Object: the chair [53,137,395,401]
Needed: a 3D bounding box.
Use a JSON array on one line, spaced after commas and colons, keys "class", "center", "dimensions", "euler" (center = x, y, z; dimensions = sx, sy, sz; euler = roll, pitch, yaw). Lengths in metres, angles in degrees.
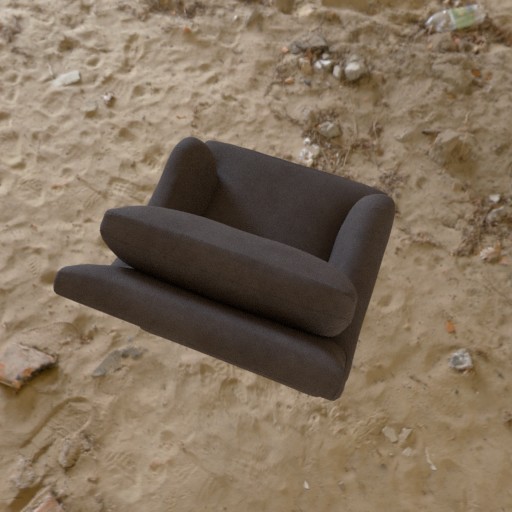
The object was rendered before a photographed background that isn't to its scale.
[{"class": "chair", "center": [0.000, 0.000, 1.826], "dimensions": [0.955, 0.997, 1.070], "euler": [19, 64, 10]}]
